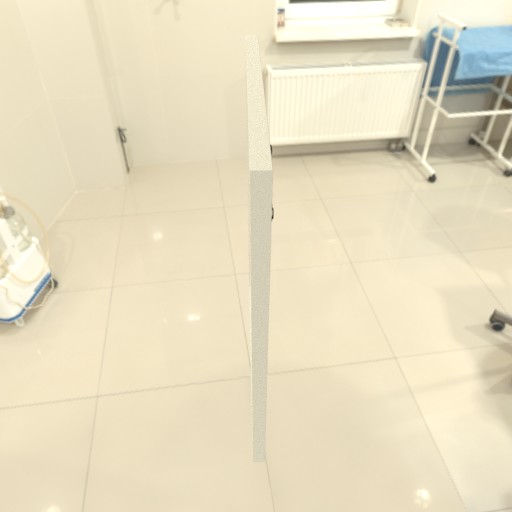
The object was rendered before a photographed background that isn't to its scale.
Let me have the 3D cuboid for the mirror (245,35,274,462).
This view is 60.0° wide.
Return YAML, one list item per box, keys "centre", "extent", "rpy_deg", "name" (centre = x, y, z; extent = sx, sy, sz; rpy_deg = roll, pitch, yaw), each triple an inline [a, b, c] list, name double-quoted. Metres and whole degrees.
- centre: [0.000, 0.000, 1.317]
  extent: [0.041, 1.016, 0.762]
  rpy_deg: [-1, 41, -1]
  name: "mirror"
